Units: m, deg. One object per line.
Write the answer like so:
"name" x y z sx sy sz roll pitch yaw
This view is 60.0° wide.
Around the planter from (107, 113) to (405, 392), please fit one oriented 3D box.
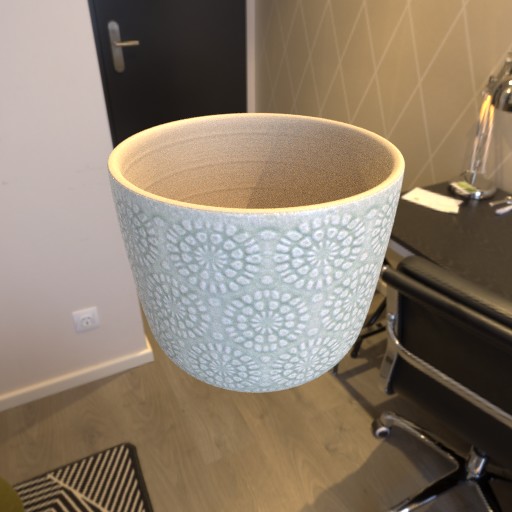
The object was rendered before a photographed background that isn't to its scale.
"planter" 0.000 0.000 0.219 0.124 0.109 0.124 0 32 0
